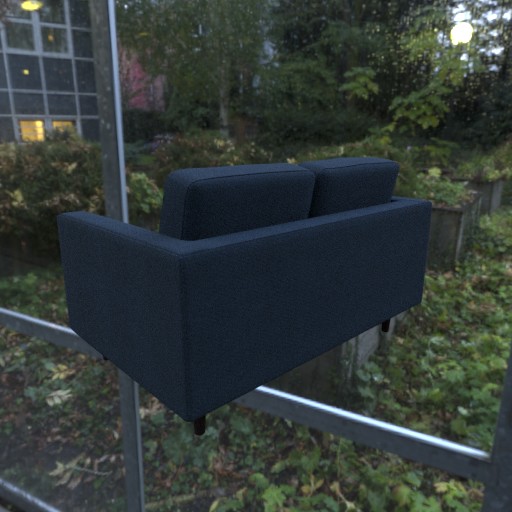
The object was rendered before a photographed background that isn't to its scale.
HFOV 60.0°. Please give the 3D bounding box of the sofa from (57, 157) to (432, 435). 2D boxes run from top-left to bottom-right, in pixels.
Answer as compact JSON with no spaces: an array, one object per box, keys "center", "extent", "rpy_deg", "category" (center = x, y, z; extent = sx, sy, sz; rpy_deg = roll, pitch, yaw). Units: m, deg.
[{"center":[0.000,0.000,2.152],"extent":[1.518,0.930,0.999],"rpy_deg":[-14,21,-41],"category":"sofa"}]
